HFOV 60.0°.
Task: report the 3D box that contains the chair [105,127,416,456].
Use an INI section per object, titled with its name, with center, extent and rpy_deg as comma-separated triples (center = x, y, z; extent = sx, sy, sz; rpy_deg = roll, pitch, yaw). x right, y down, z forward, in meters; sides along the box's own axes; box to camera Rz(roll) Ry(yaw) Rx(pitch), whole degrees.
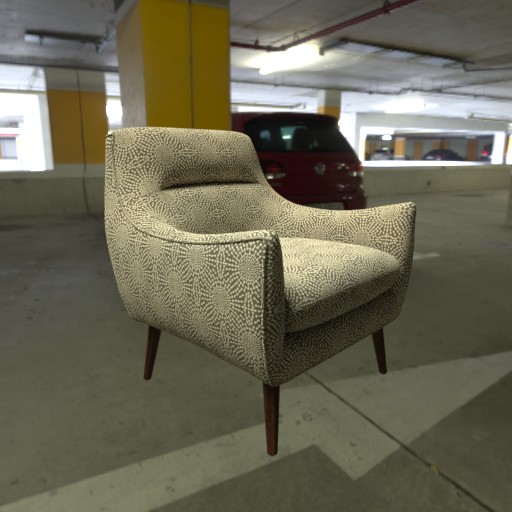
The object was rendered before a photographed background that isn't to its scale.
[chair]
center = 0.000, 0.000, 1.475
extent = 0.787, 0.838, 0.762
rpy_deg = 12, 18, 42
